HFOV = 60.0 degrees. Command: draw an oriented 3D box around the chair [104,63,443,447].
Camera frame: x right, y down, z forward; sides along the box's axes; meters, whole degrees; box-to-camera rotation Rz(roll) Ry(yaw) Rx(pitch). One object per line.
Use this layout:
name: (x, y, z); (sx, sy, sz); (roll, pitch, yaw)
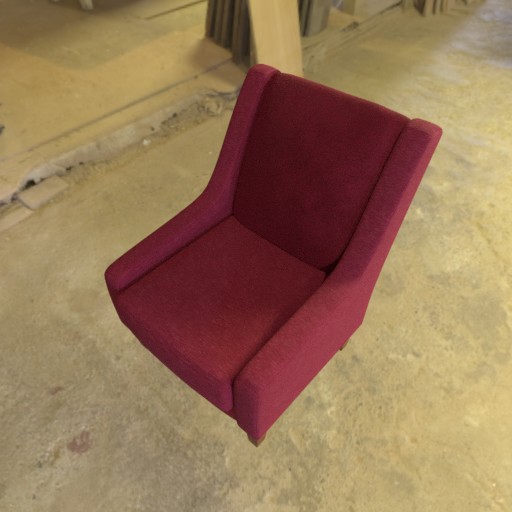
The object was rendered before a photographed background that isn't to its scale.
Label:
chair: (0.000, 0.000, 1.707); (0.793, 1.017, 0.985); (32, 53, 28)
